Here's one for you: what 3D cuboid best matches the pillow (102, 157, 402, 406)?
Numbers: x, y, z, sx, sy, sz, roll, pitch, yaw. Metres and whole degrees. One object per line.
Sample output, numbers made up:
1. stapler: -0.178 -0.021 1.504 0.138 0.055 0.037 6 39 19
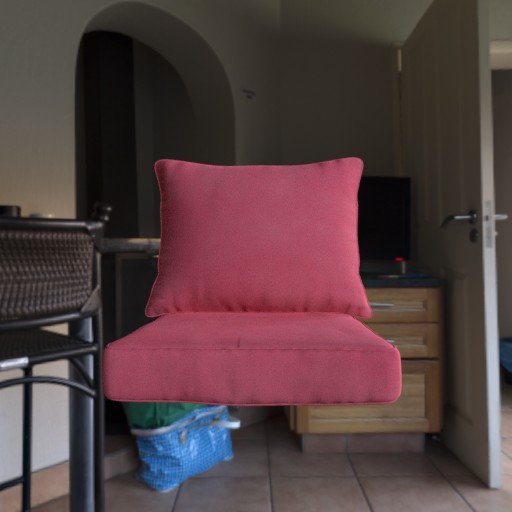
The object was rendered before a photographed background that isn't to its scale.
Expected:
1. pillow: 0.000 0.000 1.349 0.798 0.725 0.733 0 0 2
